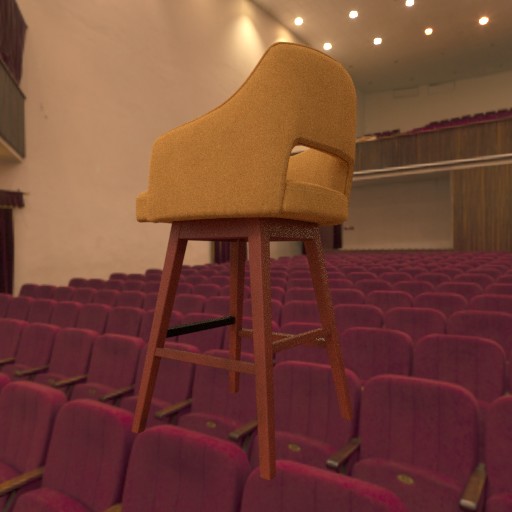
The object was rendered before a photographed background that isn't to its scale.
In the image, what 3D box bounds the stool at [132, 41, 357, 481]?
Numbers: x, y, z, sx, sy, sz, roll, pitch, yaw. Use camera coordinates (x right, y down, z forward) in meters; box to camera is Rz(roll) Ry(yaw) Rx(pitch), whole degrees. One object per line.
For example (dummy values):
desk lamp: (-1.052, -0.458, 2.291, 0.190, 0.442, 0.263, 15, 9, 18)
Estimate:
stool: (0.000, 0.000, 1.306, 0.558, 1.012, 0.548, 0, 0, 35)
